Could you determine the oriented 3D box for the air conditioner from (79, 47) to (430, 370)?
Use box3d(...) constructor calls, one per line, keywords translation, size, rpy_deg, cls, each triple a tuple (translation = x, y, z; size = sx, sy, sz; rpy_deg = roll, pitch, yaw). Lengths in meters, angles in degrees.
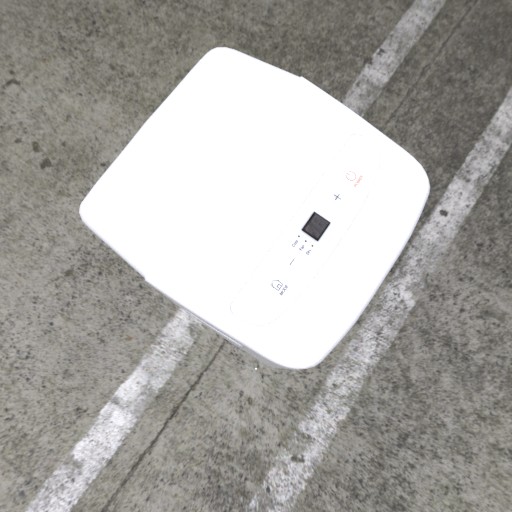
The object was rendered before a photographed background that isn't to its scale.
box3d(translation=(0.000, 0.000, 0.786), size=(0.349, 0.606, 0.304), rpy_deg=(34, 78, 8), cls="air conditioner")
